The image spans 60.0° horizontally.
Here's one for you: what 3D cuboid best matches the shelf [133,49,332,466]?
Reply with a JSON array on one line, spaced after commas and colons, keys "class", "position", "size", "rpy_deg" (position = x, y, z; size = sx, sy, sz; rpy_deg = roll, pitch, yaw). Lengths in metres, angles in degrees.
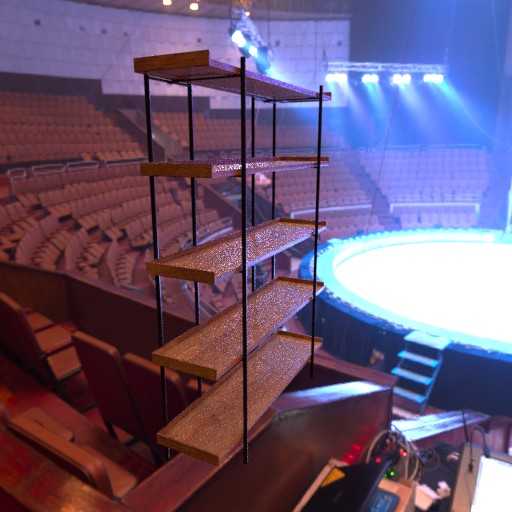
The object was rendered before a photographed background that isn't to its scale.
[{"class": "shelf", "position": [0.000, 0.000, 2.408], "size": [0.379, 1.826, 1.371], "rpy_deg": [7, 15, 26]}]
